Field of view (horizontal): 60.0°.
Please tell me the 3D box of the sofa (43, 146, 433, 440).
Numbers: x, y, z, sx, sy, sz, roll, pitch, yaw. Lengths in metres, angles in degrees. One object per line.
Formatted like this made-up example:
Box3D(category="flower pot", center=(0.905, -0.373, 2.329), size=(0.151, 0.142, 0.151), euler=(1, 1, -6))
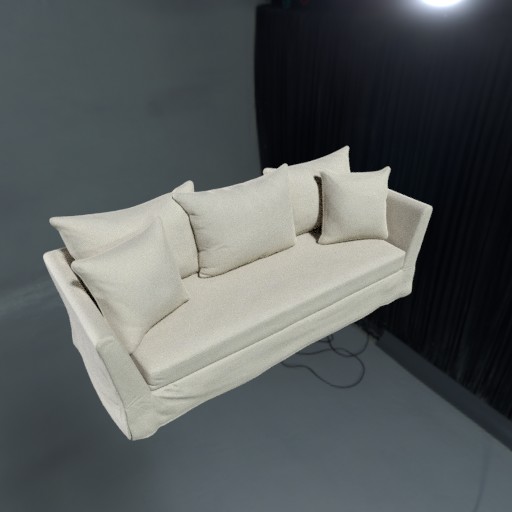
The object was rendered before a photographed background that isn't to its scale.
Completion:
Box3D(category="sofa", center=(0.000, 0.000, 3.076), size=(2.499, 1.047, 1.046), euler=(-21, 37, -30))
